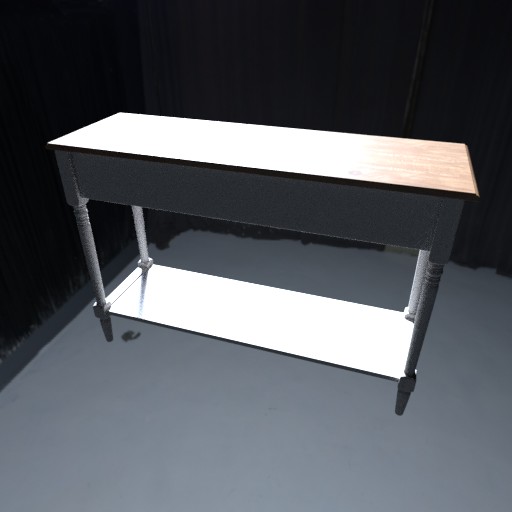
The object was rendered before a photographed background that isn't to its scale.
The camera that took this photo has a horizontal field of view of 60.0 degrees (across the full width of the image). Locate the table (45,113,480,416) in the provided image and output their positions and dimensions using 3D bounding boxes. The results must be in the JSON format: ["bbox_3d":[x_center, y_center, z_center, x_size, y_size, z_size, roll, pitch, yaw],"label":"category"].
[{"bbox_3d":[0.000,0.000,1.547,1.219,0.800,0.399,10,33,16],"label":"table"}]
